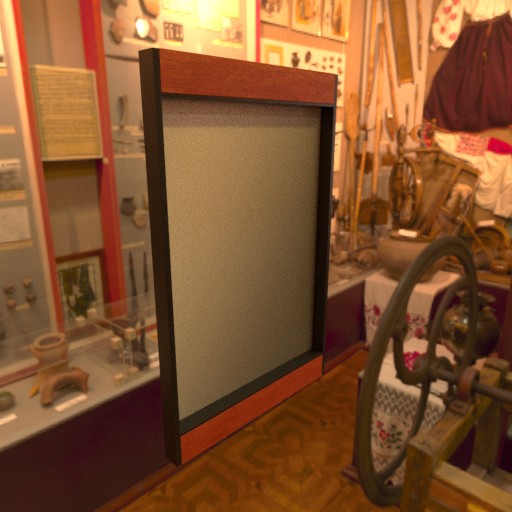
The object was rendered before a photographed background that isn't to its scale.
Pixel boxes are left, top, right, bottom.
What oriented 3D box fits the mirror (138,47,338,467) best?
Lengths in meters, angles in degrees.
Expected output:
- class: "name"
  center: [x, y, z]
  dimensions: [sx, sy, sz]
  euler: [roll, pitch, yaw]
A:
- class: "mirror"
  center: [0.000, 0.000, 1.028]
  dimensions: [0.047, 0.823, 0.525]
  euler: [15, 22, 42]
